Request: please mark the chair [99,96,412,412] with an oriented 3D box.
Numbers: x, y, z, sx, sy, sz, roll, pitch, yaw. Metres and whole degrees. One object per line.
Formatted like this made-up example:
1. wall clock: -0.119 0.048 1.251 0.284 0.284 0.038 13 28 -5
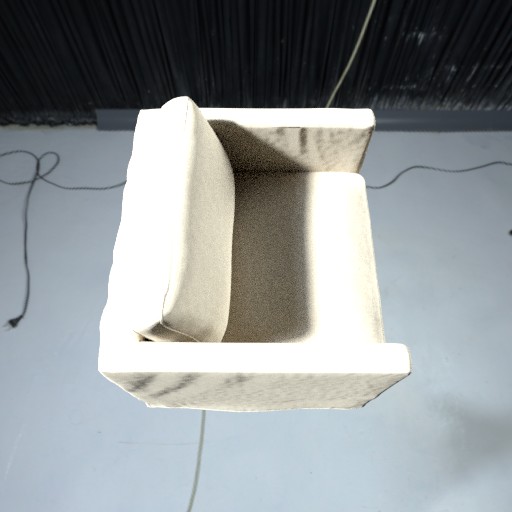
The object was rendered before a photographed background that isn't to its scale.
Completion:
1. chair: 0.000 0.000 1.740 0.949 0.867 1.057 0 63 0
